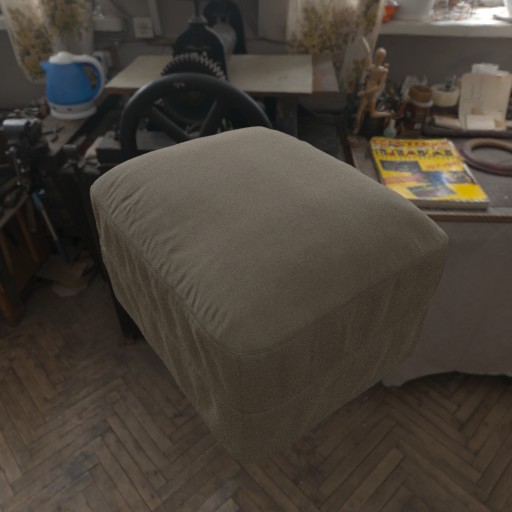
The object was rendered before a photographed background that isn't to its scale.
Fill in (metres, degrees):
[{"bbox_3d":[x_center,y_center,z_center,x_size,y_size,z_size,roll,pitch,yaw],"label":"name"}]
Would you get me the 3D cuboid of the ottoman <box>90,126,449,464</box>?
[{"bbox_3d":[0.000,0.000,1.088,0.584,0.480,0.712,-25,46,-28],"label":"ottoman"}]
